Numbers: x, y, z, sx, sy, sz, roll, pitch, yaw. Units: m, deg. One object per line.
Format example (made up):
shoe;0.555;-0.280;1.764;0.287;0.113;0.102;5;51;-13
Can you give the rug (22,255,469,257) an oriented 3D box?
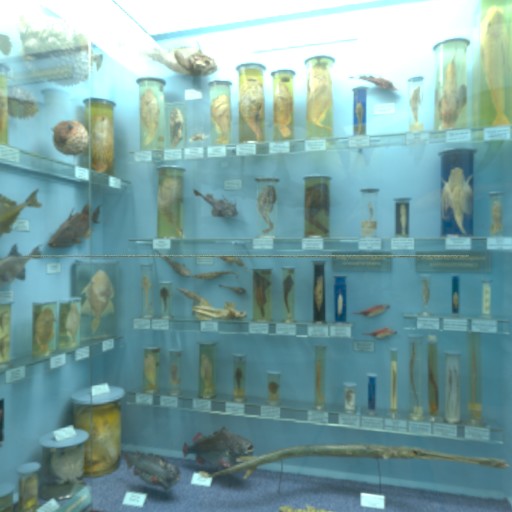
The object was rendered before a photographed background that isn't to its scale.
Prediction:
rug;0.000;0.000;2.177;1.747;0.006;1.143;0;0;18
